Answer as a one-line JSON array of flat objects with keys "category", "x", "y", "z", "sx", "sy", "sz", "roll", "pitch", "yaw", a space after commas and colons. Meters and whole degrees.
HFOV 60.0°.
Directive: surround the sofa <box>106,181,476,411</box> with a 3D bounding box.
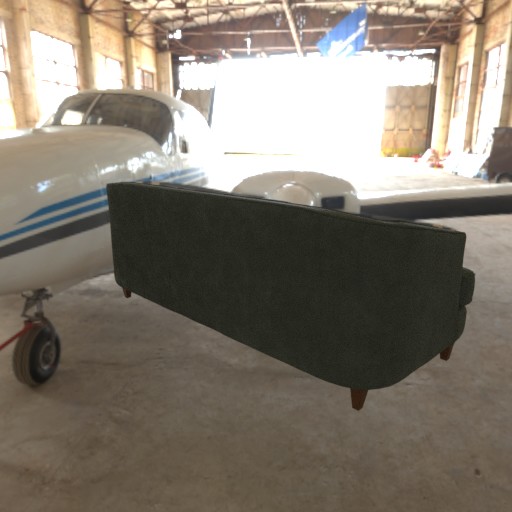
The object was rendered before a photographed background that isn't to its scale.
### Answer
[{"category": "sofa", "x": 0.000, "y": 0.000, "z": 2.701, "sx": 0.941, "sy": 0.855, "sz": 2.278, "roll": -14, "pitch": 21, "yaw": -43}]
